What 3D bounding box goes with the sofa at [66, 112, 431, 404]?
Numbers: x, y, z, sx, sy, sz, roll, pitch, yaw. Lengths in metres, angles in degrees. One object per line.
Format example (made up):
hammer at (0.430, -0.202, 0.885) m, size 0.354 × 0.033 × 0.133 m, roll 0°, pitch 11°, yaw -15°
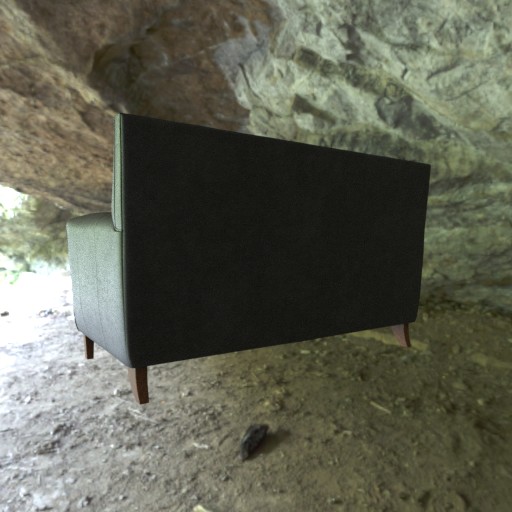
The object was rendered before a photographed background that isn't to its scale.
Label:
sofa at (0.000, 0.000, 2.001) m, size 1.473 × 0.871 × 0.787 m, roll -1°, pitch 2°, yaw -35°
